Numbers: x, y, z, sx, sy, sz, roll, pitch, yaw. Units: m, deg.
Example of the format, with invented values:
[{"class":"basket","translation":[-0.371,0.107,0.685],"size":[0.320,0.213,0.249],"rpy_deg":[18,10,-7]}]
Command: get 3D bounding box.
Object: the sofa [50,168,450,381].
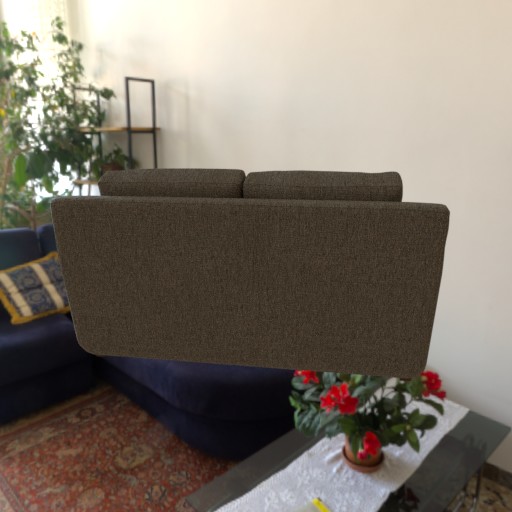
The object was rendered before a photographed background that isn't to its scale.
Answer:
[{"class":"sofa","translation":[0.000,0.000,2.476],"size":[1.778,0.991,1.120],"rpy_deg":[2,15,9]}]
